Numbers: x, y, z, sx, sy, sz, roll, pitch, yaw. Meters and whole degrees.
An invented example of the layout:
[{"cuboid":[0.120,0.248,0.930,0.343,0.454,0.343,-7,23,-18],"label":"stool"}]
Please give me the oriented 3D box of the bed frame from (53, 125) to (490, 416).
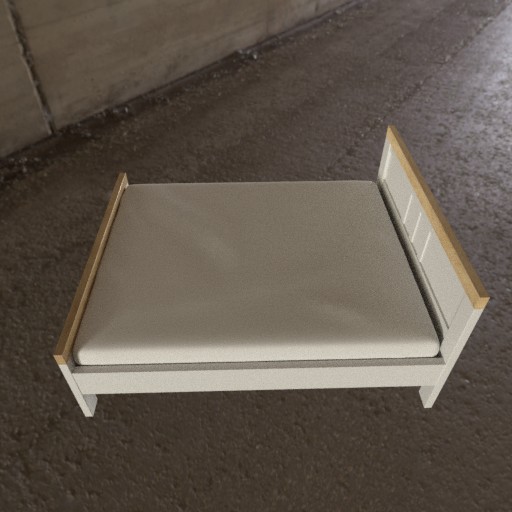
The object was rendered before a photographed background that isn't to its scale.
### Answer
[{"cuboid":[0.000,0.000,2.904,2.050,0.980,1.670,-1,43,-1],"label":"bed frame"}]
